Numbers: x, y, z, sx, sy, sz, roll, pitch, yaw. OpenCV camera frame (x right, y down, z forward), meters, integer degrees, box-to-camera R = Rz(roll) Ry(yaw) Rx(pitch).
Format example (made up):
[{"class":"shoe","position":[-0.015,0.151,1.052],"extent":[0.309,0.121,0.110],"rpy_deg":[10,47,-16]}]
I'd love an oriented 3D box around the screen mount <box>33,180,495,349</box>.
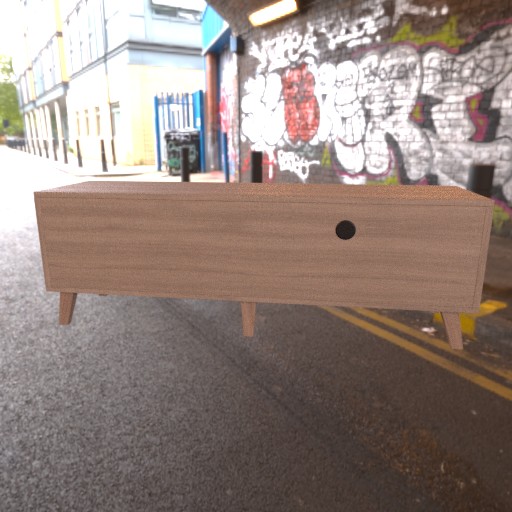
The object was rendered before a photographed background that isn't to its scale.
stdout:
[{"class":"screen mount","position":[0.000,0.000,1.683],"extent":[1.500,0.509,0.401],"rpy_deg":[2,15,8]}]
